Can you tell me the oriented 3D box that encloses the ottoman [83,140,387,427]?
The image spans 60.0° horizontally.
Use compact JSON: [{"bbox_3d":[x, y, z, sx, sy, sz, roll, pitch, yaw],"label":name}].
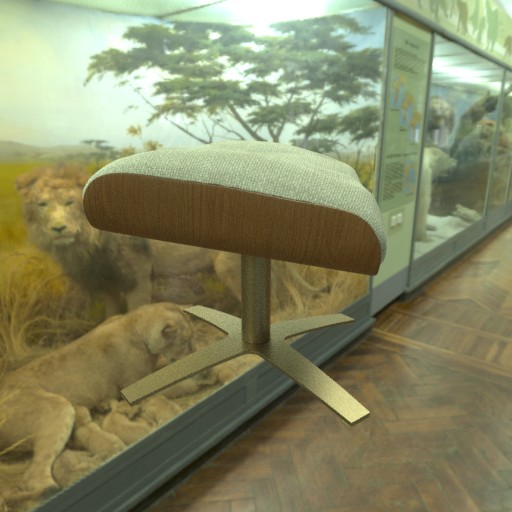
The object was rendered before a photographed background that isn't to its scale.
[{"bbox_3d":[0.000,0.000,0.797,0.394,0.391,0.520,2,16,8],"label":"ottoman"}]
